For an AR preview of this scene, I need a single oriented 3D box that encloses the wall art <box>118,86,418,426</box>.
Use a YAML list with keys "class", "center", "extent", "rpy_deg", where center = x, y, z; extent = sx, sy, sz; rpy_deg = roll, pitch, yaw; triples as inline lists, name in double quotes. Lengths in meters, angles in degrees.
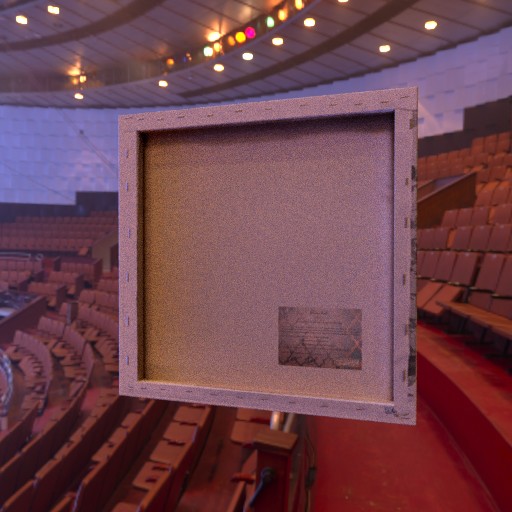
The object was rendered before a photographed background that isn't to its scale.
- class: "wall art"
  center: [0.000, 0.000, 0.892]
  extent: [0.609, 0.607, 0.036]
  rpy_deg: [0, 1, 16]
